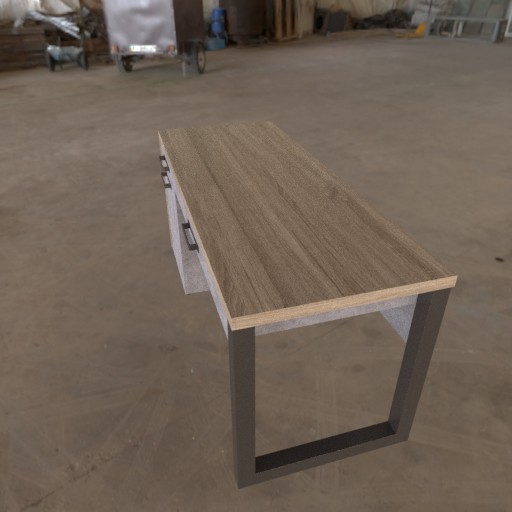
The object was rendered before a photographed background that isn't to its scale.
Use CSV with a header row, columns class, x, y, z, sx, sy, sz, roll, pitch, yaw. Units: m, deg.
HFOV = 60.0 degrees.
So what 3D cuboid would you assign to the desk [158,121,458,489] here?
class,x,y,z,sx,sy,sz,roll,pitch,yaw
desk,0.000,0.000,2.069,0.690,0.760,1.700,-9,33,-14
